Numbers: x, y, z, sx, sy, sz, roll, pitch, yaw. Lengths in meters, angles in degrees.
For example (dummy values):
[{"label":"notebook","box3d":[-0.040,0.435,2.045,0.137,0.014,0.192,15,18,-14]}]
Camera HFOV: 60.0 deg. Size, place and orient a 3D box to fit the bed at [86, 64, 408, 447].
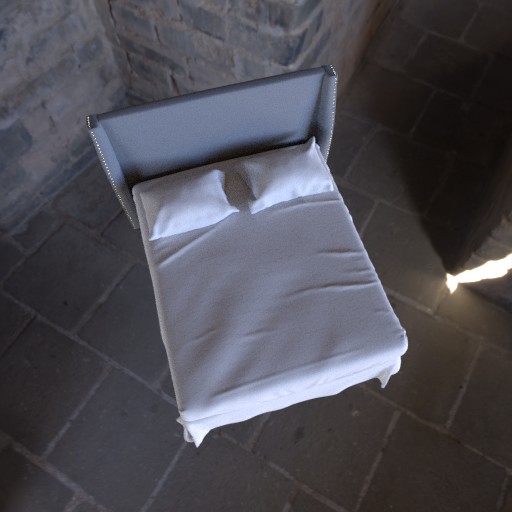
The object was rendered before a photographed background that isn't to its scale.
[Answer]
[{"label":"bed","box3d":[0.000,0.000,3.412,1.925,1.332,2.276,-15,65,-7]}]
